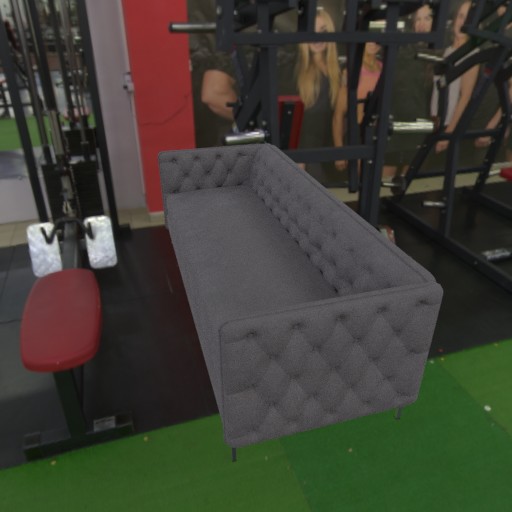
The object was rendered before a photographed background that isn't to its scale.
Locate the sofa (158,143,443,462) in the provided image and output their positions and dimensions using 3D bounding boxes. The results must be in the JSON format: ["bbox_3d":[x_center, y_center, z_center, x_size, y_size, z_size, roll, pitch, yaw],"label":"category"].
[{"bbox_3d":[0.000,0.000,2.663,0.895,0.771,2.209,-8,30,-14],"label":"sofa"}]
